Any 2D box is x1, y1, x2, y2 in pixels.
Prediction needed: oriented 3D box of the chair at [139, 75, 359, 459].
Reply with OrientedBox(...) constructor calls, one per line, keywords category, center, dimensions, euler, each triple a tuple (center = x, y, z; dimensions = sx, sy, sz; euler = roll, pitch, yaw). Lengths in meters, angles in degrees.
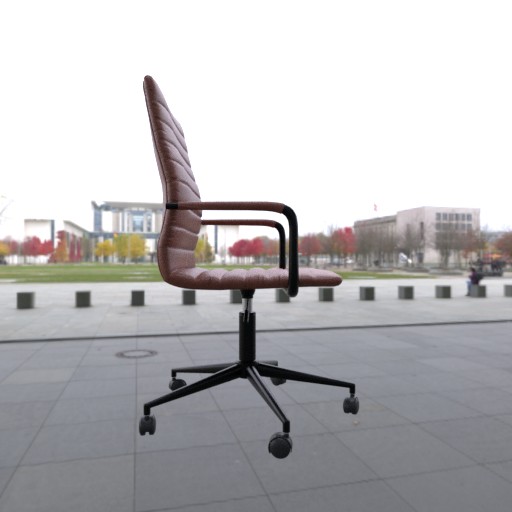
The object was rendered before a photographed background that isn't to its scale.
OrientedBox(category="chair", center=(0.000, 0.000, 1.250), dimensions=(0.578, 0.878, 0.600), euler=(0, -1, 0))
